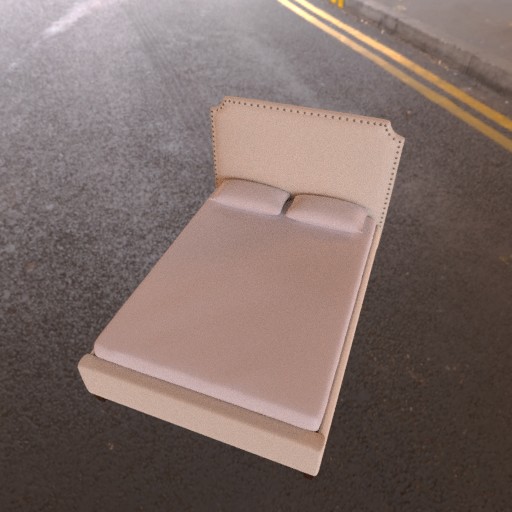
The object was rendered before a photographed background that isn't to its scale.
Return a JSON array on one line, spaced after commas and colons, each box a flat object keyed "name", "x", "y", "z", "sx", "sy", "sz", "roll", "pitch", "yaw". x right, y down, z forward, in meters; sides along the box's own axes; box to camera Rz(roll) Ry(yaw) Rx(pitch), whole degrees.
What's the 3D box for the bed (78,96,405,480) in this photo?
[{"name": "bed", "x": 0.000, "y": 0.000, "z": 3.387, "sx": 1.712, "sy": 1.443, "sz": 2.372, "roll": 14, "pitch": 44, "yaw": 15}]
